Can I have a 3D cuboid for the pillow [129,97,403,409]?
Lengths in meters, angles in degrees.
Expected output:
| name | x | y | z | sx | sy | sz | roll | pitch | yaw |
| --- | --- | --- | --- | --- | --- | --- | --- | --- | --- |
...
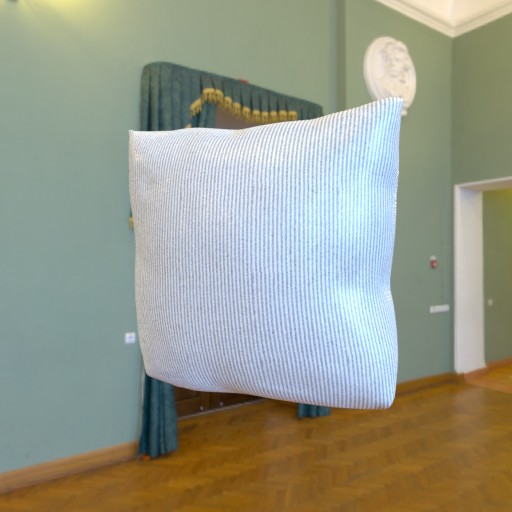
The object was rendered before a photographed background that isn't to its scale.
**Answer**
| name | x | y | z | sx | sy | sz | roll | pitch | yaw |
| --- | --- | --- | --- | --- | --- | --- | --- | --- | --- |
| pillow | 0.000 | 0.000 | 0.691 | 0.310 | 0.432 | 0.387 | 0 | 0 | -36 |
